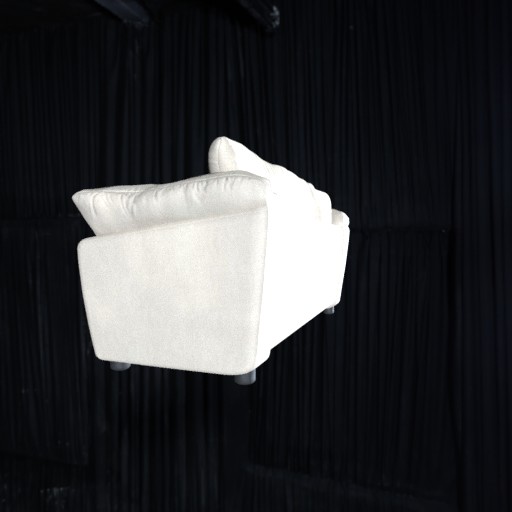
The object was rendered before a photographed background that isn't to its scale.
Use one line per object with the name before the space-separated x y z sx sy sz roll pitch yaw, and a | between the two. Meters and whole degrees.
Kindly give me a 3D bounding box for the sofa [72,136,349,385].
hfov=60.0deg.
sofa | 0.000 0.000 2.808 0.878 0.996 2.334 1 2 19
